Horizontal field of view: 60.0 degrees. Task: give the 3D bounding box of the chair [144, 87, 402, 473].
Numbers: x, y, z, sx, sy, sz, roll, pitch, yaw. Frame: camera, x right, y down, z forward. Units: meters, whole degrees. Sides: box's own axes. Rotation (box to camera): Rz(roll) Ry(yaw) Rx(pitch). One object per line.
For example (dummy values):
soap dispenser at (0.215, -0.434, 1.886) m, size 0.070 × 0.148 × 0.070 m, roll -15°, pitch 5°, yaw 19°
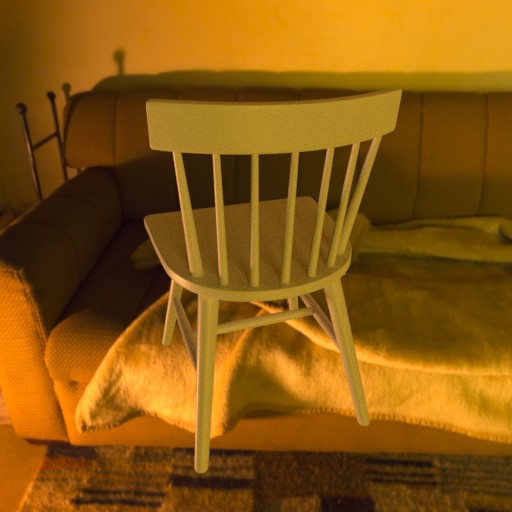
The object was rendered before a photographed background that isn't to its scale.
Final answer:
chair at (0.000, 0.000, 1.079) m, size 0.483 × 0.787 × 0.500 m, roll -9°, pitch 29°, yaw -16°
